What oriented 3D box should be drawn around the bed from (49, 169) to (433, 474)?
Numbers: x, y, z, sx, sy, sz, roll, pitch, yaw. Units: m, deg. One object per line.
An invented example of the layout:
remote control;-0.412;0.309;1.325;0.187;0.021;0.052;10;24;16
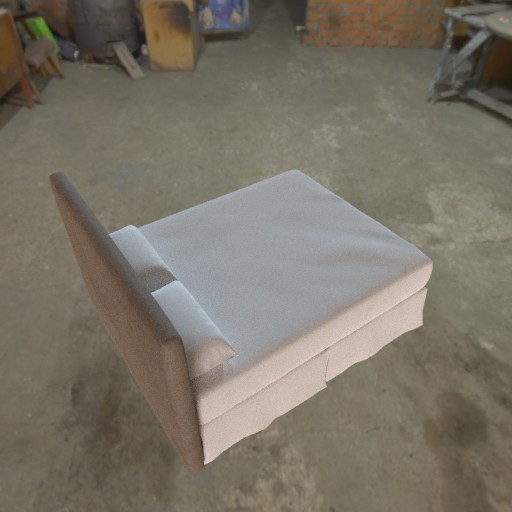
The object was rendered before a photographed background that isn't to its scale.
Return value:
bed;0.000;0.000;3.192;2.142;1.330;1.723;-25;47;-25
